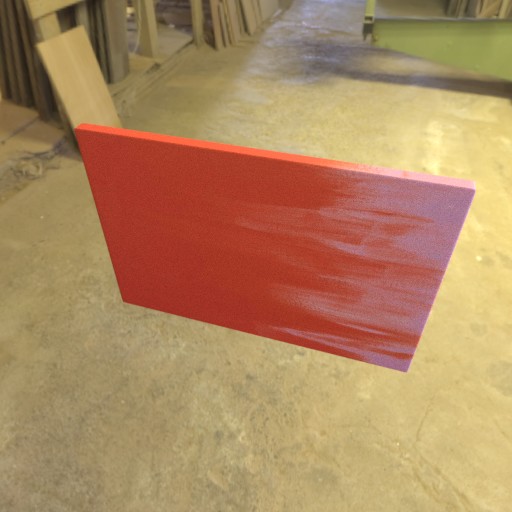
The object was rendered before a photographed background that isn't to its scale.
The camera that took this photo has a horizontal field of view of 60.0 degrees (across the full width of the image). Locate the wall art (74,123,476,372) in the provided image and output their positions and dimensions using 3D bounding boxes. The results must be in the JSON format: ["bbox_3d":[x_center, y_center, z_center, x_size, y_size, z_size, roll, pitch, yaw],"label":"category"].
[{"bbox_3d":[0.000,0.000,1.178,0.913,0.609,0.040,12,42,13],"label":"wall art"}]
